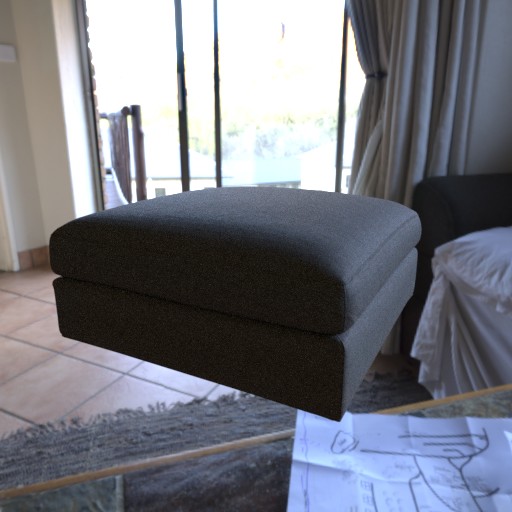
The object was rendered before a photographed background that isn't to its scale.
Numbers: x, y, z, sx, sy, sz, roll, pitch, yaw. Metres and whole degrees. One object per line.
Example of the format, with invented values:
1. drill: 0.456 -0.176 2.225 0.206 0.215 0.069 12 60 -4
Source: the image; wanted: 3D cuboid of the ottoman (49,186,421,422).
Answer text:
1. ottoman: 0.000 0.000 1.680 1.041 0.470 1.041 8 18 27
